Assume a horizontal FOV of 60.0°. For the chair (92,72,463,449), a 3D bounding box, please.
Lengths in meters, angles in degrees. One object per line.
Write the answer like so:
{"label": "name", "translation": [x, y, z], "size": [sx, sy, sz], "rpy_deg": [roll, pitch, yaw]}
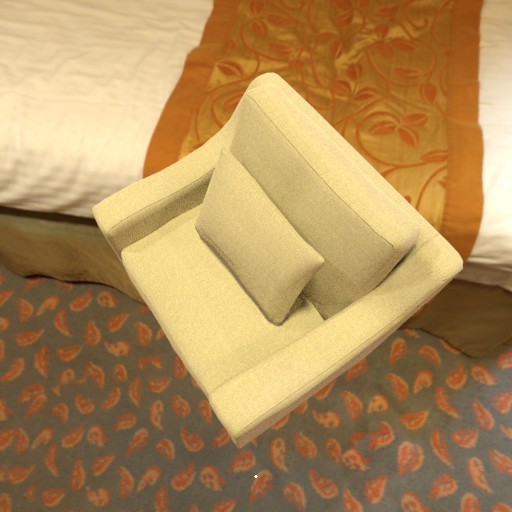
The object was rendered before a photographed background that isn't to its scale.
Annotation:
{"label": "chair", "translation": [0.000, 0.000, 1.934], "size": [1.009, 1.016, 1.178], "rpy_deg": [-32, 68, -15]}
